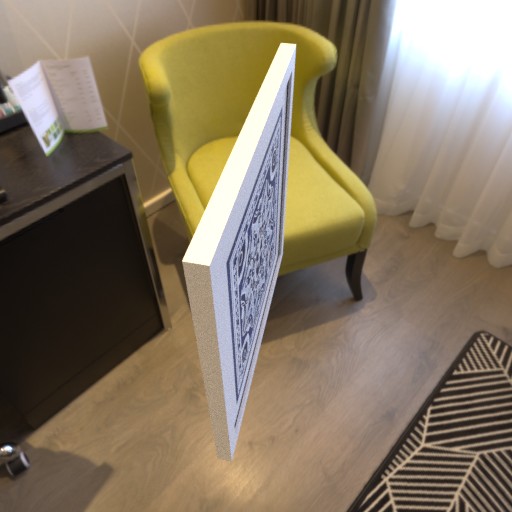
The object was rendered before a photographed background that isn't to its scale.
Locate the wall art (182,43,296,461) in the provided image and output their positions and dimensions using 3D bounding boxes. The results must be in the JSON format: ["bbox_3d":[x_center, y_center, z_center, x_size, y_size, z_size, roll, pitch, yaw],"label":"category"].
[{"bbox_3d":[0.000,0.000,0.831,0.028,0.559,0.559,9,47,8],"label":"wall art"}]
